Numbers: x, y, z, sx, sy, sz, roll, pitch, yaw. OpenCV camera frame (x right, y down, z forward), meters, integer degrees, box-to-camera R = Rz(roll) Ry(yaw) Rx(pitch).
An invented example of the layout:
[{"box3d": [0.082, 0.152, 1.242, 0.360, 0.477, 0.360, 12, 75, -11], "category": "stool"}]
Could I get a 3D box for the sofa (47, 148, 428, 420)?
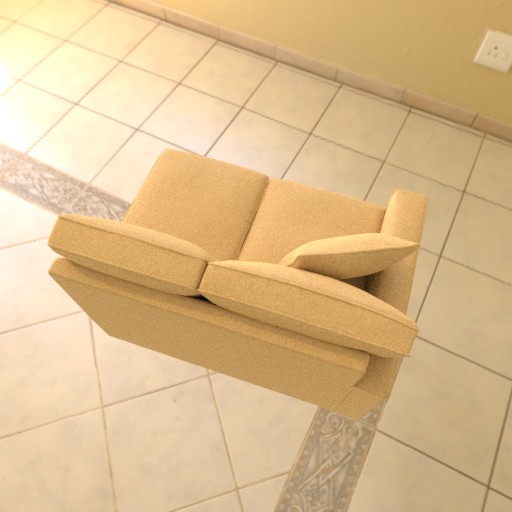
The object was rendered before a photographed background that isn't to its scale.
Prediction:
[{"box3d": [0.000, 0.000, 2.082, 1.388, 0.989, 0.991, 16, 63, 9], "category": "sofa"}]
